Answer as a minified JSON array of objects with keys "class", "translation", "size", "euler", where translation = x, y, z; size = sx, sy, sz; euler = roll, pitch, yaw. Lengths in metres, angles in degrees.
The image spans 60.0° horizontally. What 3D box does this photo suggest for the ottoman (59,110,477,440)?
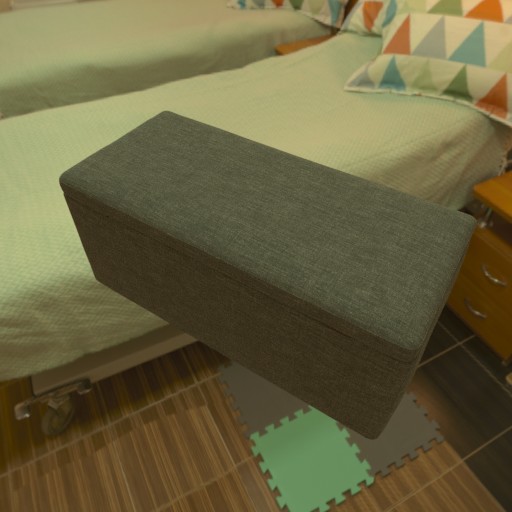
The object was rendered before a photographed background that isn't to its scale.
[{"class":"ottoman","translation":[0.000,0.000,1.132],"size":[0.902,0.432,0.419],"euler":[25,51,22]}]
